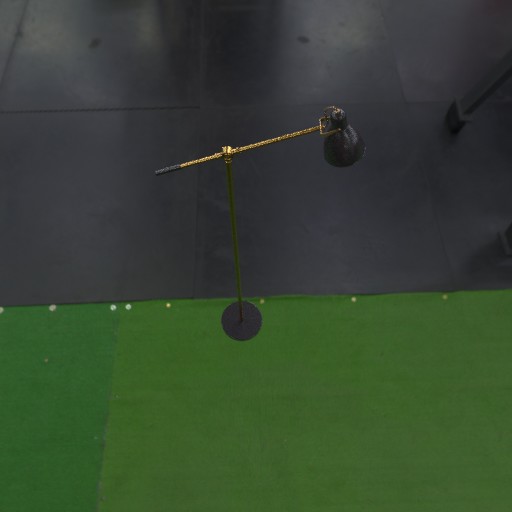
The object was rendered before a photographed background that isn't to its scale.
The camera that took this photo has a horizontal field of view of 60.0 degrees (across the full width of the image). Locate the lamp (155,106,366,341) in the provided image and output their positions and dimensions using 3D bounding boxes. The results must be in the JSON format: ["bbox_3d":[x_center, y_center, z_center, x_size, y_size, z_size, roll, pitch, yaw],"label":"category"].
[{"bbox_3d":[0.000,0.000,1.842,0.618,1.628,0.235,1,62,0],"label":"lamp"}]
